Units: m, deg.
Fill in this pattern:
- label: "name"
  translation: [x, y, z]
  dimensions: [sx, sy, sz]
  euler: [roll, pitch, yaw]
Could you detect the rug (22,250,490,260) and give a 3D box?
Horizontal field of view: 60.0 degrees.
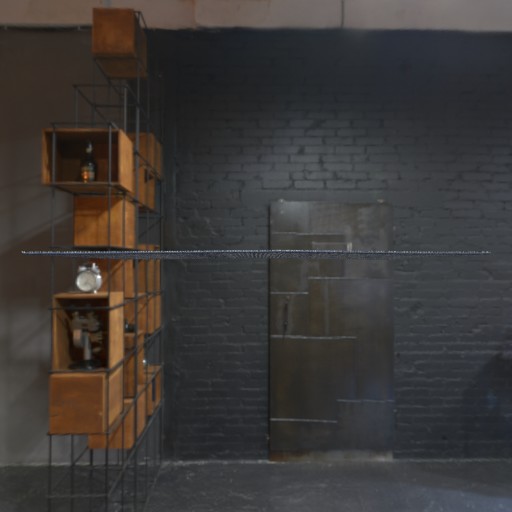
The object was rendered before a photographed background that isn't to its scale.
- label: "rug"
  translation: [0.000, 0.000, 3.022]
  dimensions: [2.349, 0.030, 1.624]
  euler: [0, -1, 0]
